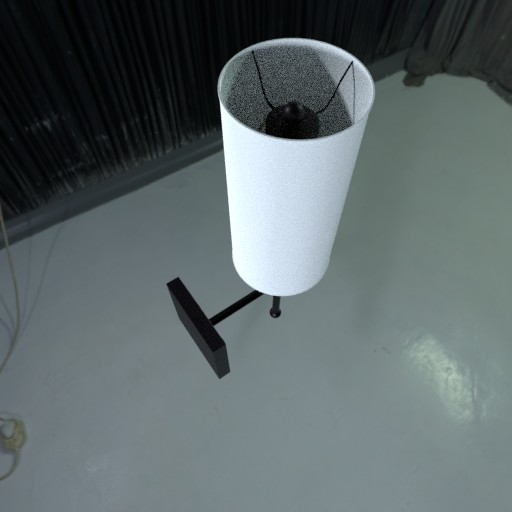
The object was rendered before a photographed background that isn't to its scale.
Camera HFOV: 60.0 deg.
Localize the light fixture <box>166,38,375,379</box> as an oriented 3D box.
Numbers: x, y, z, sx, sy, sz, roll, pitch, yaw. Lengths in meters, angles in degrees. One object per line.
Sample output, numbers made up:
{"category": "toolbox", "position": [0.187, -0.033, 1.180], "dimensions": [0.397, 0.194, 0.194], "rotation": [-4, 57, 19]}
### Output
{"category": "light fixture", "position": [0.000, 0.000, 0.547], "dimensions": [0.208, 0.462, 0.128], "rotation": [-31, 64, -17]}
